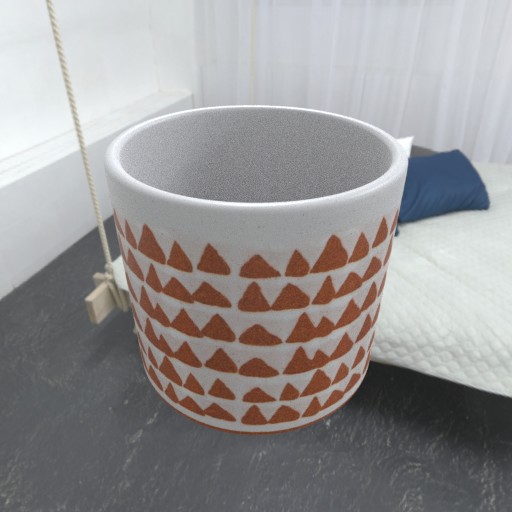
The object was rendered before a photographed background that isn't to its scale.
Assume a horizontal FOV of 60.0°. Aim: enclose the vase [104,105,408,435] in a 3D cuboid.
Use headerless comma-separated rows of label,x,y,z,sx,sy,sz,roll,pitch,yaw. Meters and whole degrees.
vase,0.000,0.000,0.240,0.137,0.127,0.137,0,33,0
